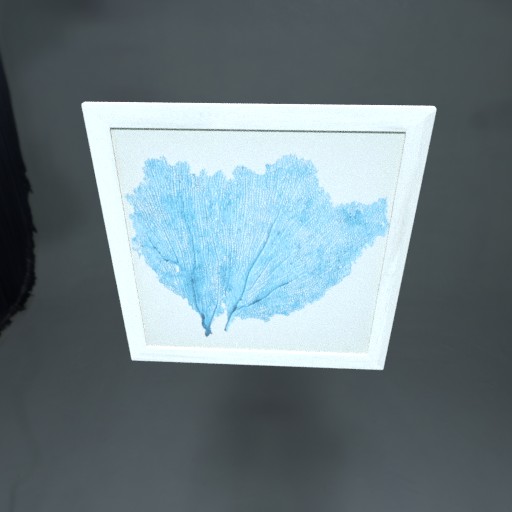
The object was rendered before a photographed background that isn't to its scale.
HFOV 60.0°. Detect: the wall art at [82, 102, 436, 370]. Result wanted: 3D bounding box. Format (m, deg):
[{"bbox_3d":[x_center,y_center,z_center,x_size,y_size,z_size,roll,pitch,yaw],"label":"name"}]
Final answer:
[{"bbox_3d":[0.000,0.000,0.883,0.584,0.584,0.013,2,31,3],"label":"wall art"}]
